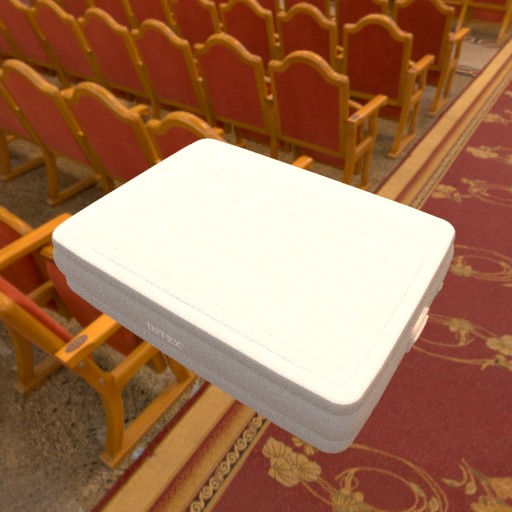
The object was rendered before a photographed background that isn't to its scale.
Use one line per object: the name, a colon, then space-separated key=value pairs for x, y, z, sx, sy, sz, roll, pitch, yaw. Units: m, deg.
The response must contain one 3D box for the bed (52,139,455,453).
bed: x=0.000 y=0.000 z=2.675 sx=2.036 sy=0.460 sz=1.520 roll=25 pitch=48 yaw=25
